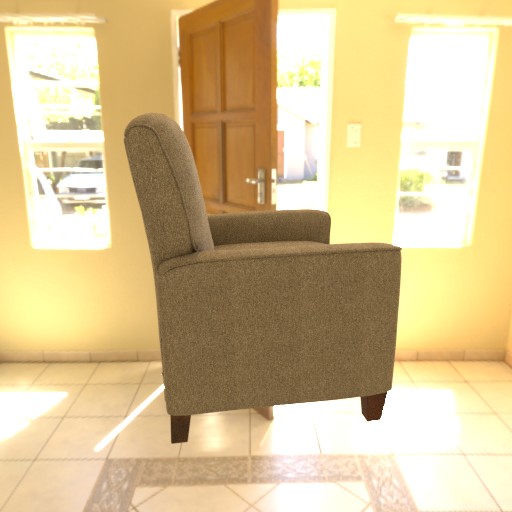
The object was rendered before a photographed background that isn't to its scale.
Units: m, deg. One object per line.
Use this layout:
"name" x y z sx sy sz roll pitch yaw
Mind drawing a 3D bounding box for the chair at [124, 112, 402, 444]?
"chair" 0.000 0.000 1.705 0.858 1.028 0.841 -3 15 -10
